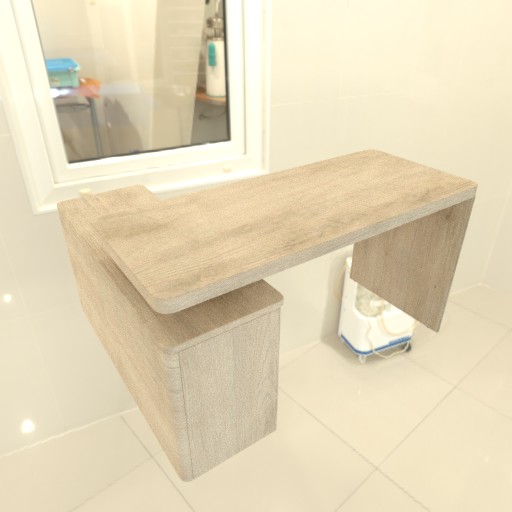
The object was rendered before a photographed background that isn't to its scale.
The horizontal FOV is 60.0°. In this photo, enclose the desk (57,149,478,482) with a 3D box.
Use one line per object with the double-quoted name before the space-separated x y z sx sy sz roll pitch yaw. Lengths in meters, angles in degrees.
"desk" 0.000 0.000 2.046 1.400 0.770 1.175 -19 36 -29
